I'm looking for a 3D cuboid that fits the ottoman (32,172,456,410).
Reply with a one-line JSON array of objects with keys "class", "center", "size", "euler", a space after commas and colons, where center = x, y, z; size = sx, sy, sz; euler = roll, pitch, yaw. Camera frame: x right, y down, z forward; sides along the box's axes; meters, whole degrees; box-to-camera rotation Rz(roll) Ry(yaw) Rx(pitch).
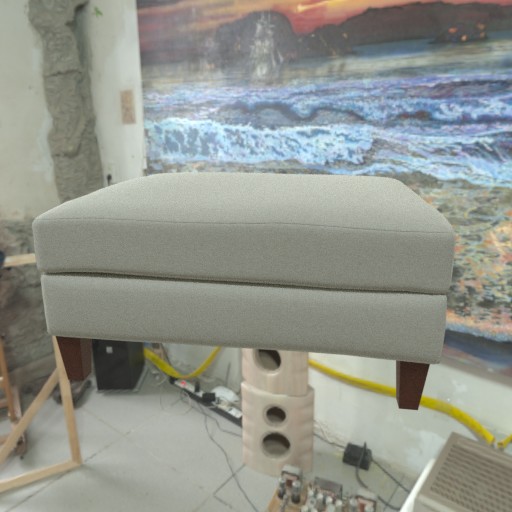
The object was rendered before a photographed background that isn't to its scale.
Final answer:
[{"class": "ottoman", "center": [0.000, 0.000, 1.403], "size": [0.976, 0.492, 0.836], "euler": [2, 17, 8]}]
